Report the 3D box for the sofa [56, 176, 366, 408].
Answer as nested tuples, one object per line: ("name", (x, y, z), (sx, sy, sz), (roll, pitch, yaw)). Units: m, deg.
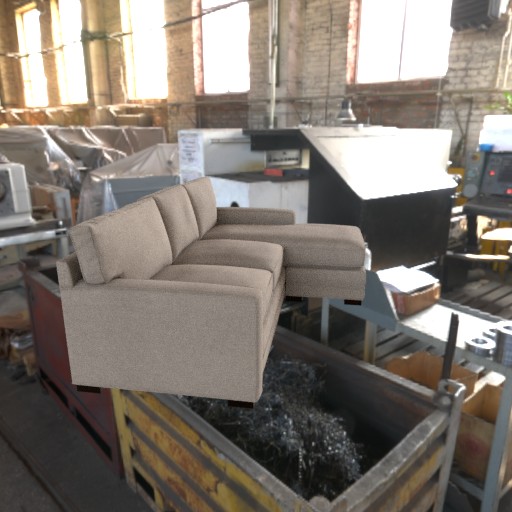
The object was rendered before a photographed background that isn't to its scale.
("sofa", (0.000, 0.000, 2.926), (1.496, 0.861, 2.087), (3, 17, 9))
